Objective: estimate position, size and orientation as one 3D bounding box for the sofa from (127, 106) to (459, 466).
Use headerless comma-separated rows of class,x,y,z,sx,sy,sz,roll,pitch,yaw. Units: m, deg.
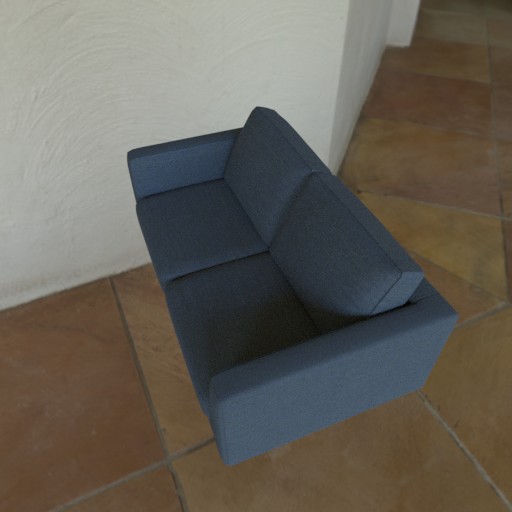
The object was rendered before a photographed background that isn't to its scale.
sofa,0.000,0.000,2.267,0.999,0.907,1.659,-16,46,-16
